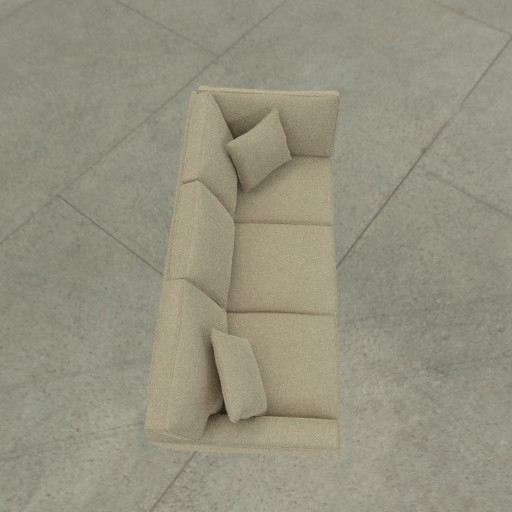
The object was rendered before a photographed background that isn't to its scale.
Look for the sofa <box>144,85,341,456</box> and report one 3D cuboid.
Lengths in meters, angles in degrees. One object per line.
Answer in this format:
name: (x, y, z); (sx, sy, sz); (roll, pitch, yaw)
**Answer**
sofa: (0.000, 0.000, 2.883); (1.061, 0.962, 2.317); (2, 63, 1)
